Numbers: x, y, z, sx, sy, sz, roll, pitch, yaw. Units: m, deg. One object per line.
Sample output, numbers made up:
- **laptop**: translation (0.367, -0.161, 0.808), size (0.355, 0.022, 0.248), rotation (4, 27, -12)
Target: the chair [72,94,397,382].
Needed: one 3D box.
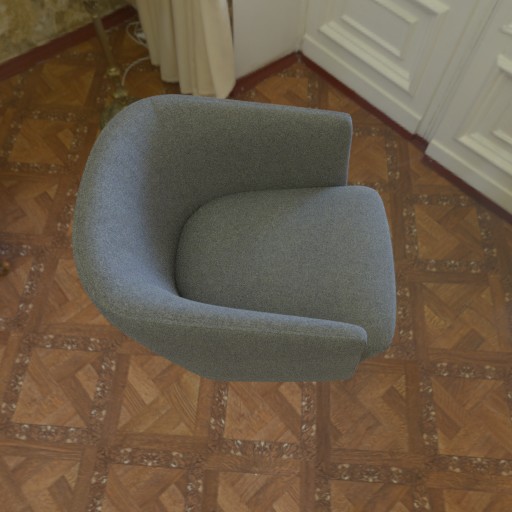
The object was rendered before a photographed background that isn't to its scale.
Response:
- **chair**: translation (0.000, 0.000, 1.599), size (0.986, 0.861, 0.822), rotation (2, 64, 1)
